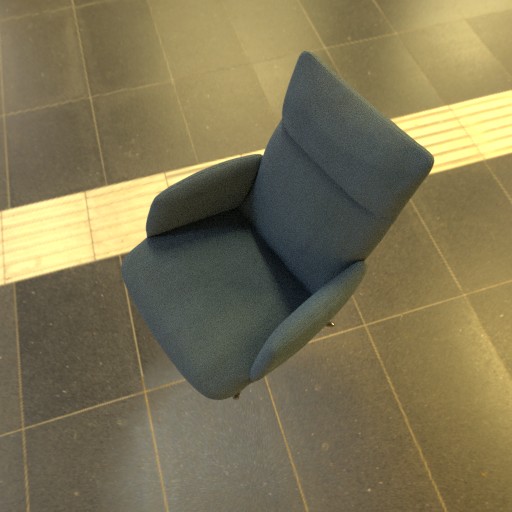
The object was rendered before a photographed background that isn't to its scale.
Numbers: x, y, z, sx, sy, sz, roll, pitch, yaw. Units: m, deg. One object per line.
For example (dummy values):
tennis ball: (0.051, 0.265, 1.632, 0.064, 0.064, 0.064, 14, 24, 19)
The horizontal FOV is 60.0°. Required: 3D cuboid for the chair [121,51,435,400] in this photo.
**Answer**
chair: (0.000, 0.000, 1.578, 0.889, 1.016, 0.711, -33, 67, -16)
